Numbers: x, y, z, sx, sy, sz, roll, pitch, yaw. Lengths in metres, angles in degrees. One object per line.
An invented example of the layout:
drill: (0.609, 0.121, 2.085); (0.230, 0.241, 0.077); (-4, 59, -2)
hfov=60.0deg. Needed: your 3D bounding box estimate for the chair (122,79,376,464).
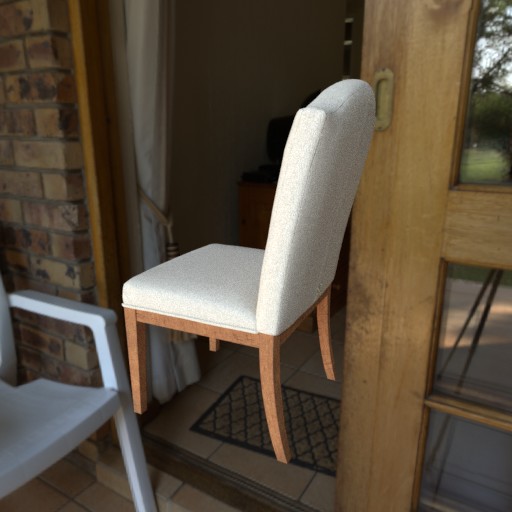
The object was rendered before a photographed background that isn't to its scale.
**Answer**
chair: (0.000, 0.000, 1.395); (0.648, 1.012, 0.534); (8, 17, 25)
